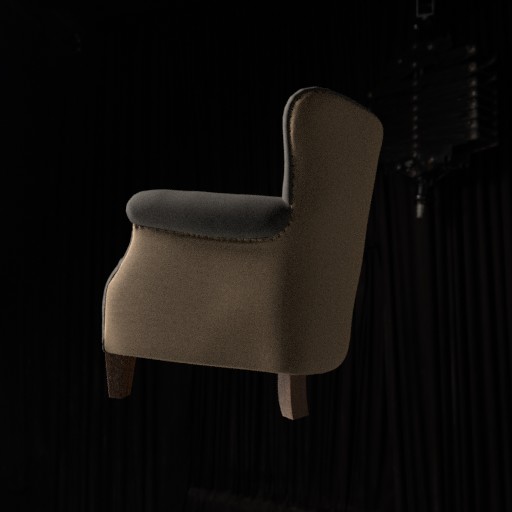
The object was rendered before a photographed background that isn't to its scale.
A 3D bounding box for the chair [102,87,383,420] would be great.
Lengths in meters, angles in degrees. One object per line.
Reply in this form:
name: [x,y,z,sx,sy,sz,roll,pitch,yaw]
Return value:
chair: [0.000,0.000,1.661,0.921,0.936,0.861,0,-1,17]
